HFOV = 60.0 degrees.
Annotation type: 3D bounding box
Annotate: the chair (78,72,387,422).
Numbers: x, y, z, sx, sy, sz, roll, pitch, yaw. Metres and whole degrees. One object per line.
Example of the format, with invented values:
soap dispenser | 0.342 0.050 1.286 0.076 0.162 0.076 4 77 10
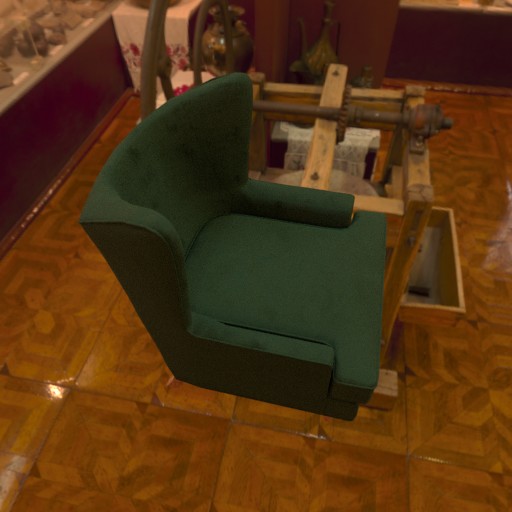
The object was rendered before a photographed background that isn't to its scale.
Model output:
chair | 0.000 0.000 1.566 0.910 0.952 0.793 10 49 9
